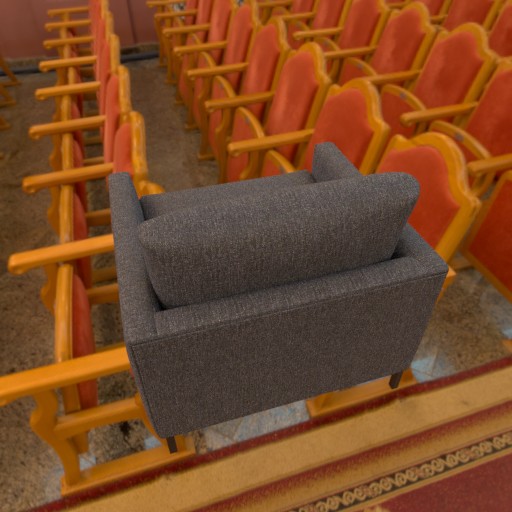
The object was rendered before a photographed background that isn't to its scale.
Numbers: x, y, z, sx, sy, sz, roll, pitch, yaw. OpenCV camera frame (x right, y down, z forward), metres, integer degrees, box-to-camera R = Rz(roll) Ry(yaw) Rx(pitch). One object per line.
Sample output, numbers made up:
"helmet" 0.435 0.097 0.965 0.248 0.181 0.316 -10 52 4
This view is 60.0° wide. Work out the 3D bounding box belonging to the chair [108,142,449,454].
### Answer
"chair" 0.000 0.000 1.621 0.963 0.861 0.866 -11 42 -13
